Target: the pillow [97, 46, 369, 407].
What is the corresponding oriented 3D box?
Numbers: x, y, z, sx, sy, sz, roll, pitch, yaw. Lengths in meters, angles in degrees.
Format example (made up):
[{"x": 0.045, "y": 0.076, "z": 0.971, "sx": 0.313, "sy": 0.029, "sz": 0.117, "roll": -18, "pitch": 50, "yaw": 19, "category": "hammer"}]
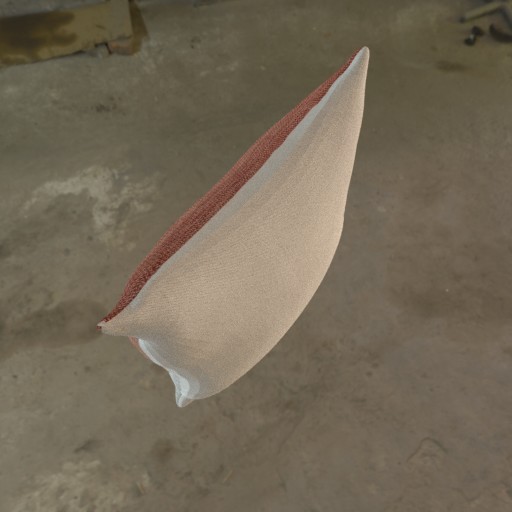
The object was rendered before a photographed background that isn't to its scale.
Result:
[{"x": 0.000, "y": 0.000, "z": 0.637, "sx": 0.182, "sy": 0.441, "sz": 0.440, "roll": 35, "pitch": 68, "yaw": 16, "category": "pillow"}]
